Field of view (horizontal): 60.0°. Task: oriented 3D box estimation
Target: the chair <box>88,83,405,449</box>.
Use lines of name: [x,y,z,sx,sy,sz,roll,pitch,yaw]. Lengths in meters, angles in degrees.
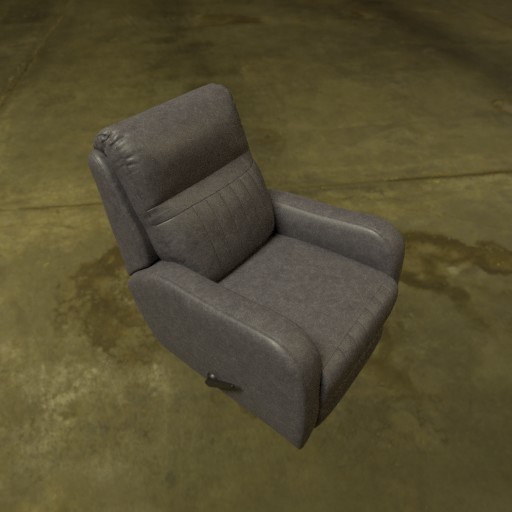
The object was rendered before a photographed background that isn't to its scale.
chair: [0.000,0.000,1.814,1.067,1.067,0.865,26,47,27]
